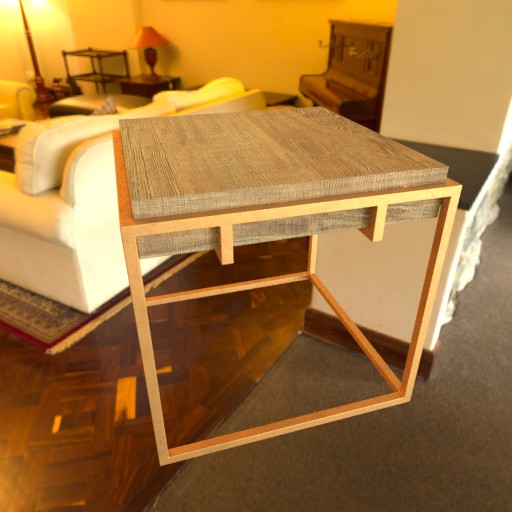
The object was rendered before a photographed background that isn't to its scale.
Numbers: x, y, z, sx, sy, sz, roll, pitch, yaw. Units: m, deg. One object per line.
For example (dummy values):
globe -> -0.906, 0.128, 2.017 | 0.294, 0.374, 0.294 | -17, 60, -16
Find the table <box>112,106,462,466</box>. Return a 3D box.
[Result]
table -> 0.000, 0.000, 1.105 | 0.599, 0.584, 0.599 | -9, 31, -15
